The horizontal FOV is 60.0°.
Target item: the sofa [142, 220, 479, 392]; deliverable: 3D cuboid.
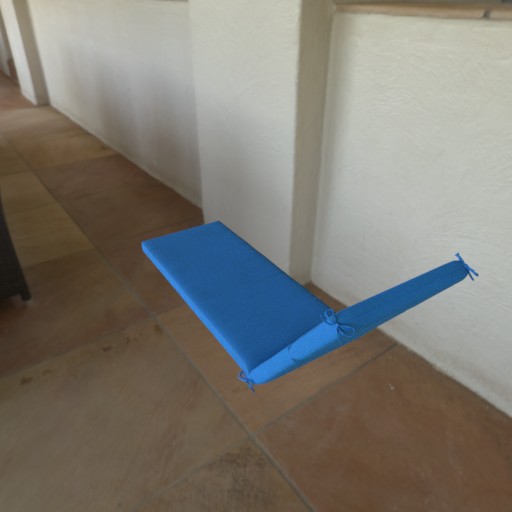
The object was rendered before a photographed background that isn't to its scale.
[{"bbox_3d":[0.000,0.000,1.945,0.582,0.622,1.663,-18,36,-28],"label":"sofa"}]
